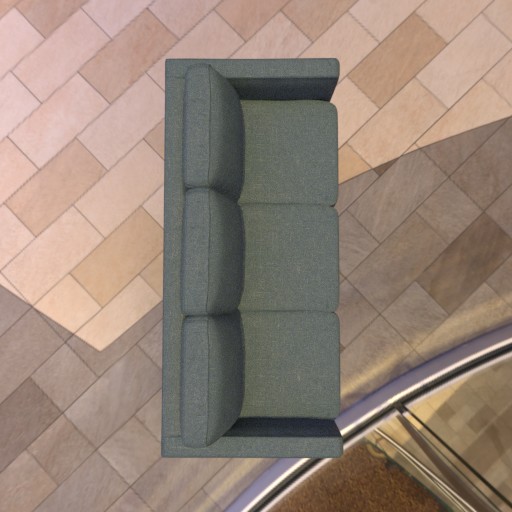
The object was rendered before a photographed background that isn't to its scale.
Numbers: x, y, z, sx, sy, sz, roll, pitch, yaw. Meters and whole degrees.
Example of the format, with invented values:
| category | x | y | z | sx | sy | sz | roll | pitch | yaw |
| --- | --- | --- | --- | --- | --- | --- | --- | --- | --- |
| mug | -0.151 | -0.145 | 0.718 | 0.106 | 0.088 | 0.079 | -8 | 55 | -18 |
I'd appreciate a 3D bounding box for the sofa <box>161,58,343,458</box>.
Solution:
| category | x | y | z | sx | sy | sz | roll | pitch | yaw |
| --- | --- | --- | --- | --- | --- | --- | --- | --- | --- |
| sofa | 0.000 | 0.000 | 2.457 | 0.935 | 0.945 | 2.013 | 0 | 87 | 1 |
